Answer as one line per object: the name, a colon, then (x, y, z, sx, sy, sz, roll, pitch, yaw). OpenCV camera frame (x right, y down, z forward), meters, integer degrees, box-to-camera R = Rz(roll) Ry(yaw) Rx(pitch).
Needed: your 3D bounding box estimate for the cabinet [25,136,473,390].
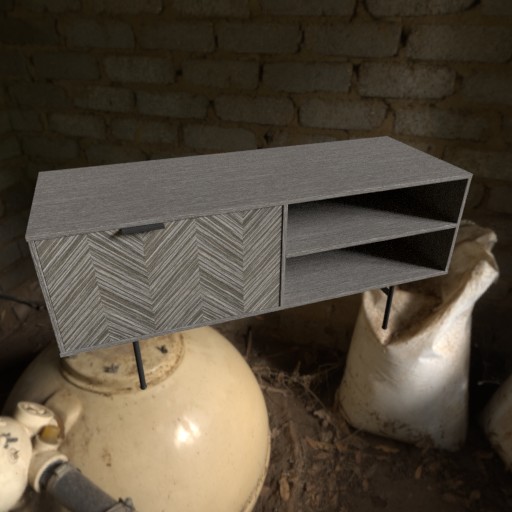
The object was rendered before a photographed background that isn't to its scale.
cabinet: (0.000, 0.000, 1.554, 1.300, 0.599, 0.500, -10, 32, -17)
